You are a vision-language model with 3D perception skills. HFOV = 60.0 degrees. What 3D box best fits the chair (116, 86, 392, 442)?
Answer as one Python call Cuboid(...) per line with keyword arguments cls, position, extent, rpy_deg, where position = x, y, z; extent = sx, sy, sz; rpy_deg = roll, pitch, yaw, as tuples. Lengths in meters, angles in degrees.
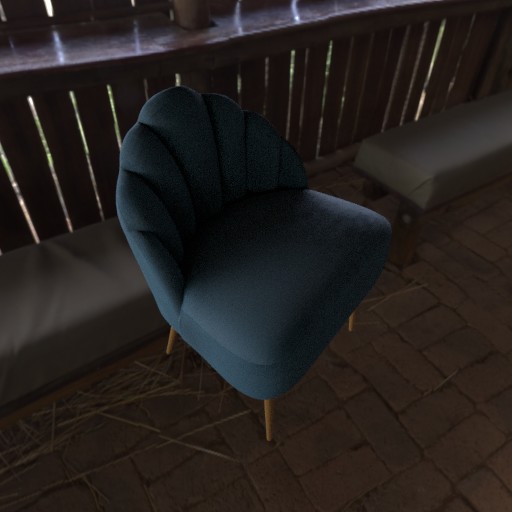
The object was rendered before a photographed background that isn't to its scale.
Cuboid(cls="chair", position=(0.000, 0.000, 1.262), extent=(0.599, 0.819, 0.657), rpy_deg=(26, 48, 27))
